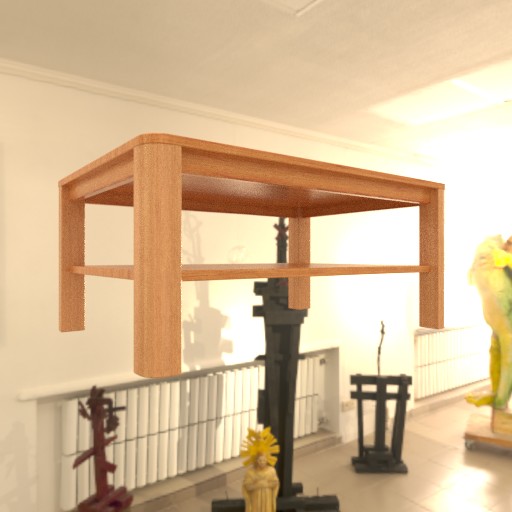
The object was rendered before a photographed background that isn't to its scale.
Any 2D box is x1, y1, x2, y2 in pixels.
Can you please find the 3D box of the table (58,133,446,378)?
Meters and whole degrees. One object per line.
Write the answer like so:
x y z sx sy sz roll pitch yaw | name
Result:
0.000 0.000 1.360 0.997 0.445 0.696 0 0 -37 | table
